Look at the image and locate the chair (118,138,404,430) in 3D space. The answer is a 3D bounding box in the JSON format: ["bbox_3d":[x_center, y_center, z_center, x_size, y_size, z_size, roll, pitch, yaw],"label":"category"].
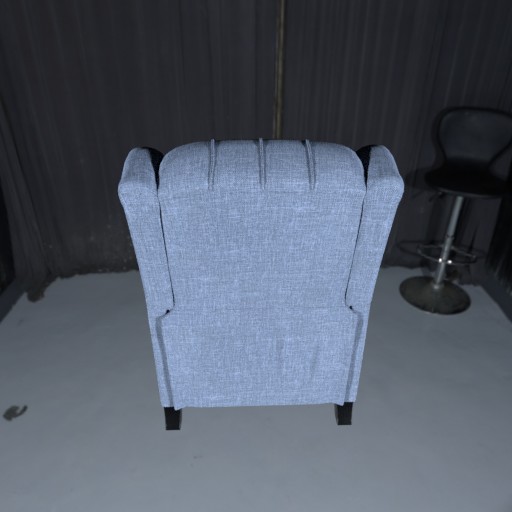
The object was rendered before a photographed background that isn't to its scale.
[{"bbox_3d":[0.000,0.000,1.624,0.742,1.035,0.898,-1,30,-2],"label":"chair"}]
